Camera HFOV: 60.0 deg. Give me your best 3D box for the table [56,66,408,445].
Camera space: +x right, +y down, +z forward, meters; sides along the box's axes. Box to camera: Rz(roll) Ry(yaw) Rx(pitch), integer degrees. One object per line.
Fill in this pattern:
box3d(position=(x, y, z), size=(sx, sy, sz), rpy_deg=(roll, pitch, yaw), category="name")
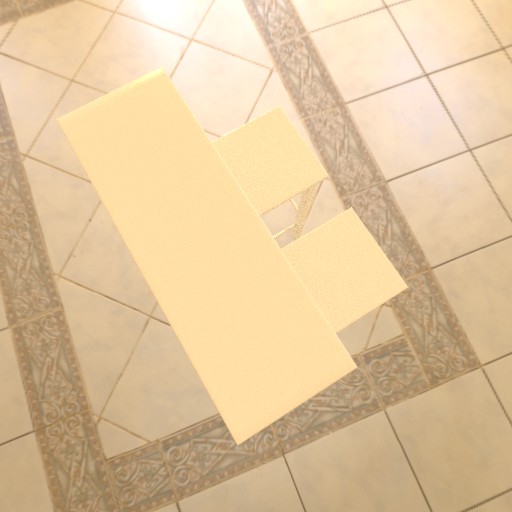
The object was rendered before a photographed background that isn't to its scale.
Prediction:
box3d(position=(0.000, 0.000, 1.599), size=(0.650, 1.065, 0.915), rpy_deg=(-31, 77, -8), category="table")
